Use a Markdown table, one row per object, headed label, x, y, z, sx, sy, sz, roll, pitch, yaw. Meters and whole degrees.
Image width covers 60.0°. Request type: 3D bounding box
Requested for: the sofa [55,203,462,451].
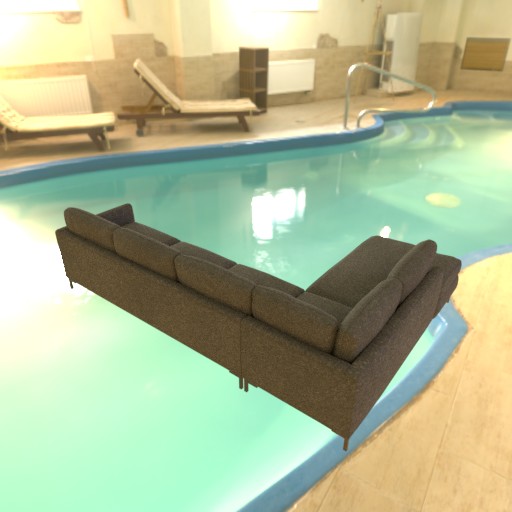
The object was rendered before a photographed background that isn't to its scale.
| label | x | y | z | sx | sy | sz | roll | pitch | yaw |
| --- | --- | --- | --- | --- | --- | --- | --- | --- | --- |
| sofa | 0.000 | 0.000 | 3.866 | 2.949 | 0.815 | 2.007 | 21 | 35 | 32 |
